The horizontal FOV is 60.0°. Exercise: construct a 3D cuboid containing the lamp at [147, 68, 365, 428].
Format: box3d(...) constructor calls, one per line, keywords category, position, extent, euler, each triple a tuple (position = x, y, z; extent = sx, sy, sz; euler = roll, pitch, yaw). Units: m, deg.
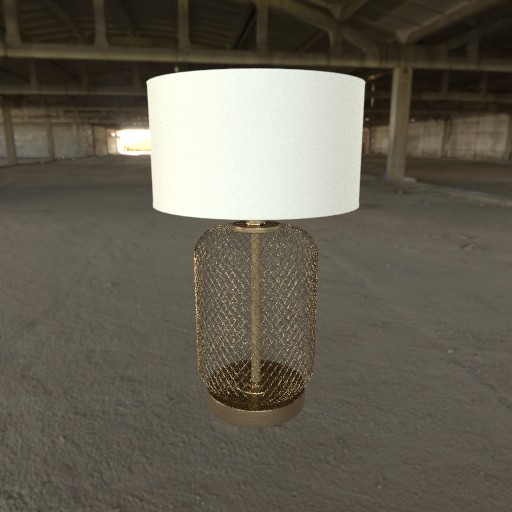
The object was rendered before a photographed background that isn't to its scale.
box3d(category="lamp", position=(0.000, 0.000, 0.802), extent=(0.353, 0.578, 0.353), euler=(0, 14, 0))
